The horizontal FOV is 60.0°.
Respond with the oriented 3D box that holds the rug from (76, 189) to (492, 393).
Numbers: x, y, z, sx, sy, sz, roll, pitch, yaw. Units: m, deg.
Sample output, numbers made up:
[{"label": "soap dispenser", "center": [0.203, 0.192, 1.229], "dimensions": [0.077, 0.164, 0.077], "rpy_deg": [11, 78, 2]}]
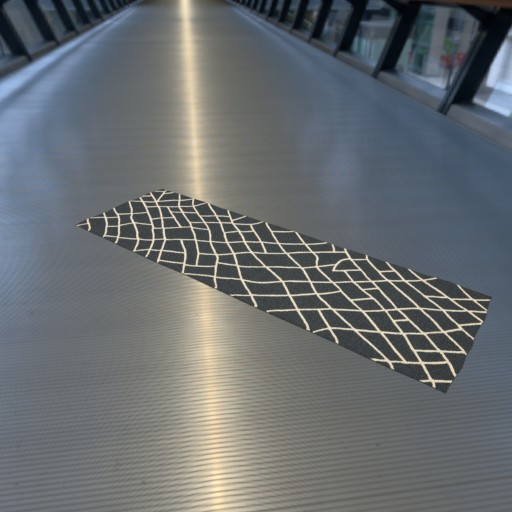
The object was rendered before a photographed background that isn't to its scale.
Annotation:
[{"label": "rug", "center": [0.000, 0.000, 2.637], "dimensions": [2.476, 0.010, 0.807], "rpy_deg": [21, 37, 31]}]
